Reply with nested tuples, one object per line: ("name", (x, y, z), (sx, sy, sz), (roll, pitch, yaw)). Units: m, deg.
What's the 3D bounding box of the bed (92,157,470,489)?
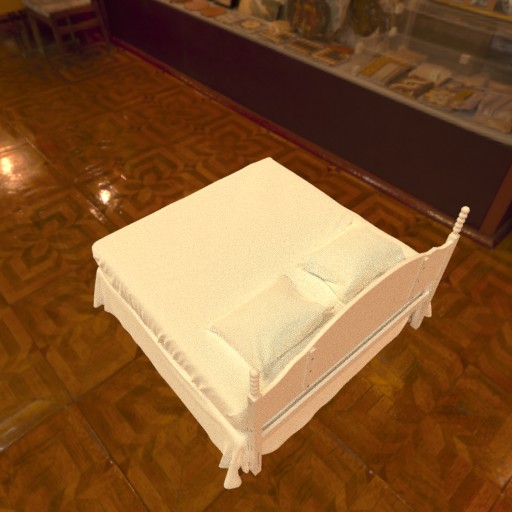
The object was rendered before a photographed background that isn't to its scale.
("bed", (0.000, 0.000, 3.583), (2.322, 1.355, 2.219), (-32, 54, -27))
